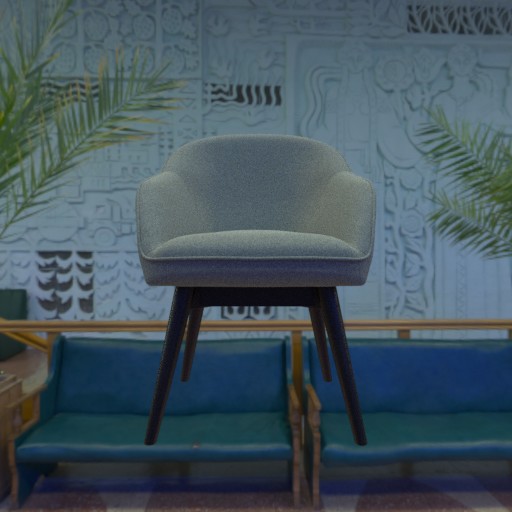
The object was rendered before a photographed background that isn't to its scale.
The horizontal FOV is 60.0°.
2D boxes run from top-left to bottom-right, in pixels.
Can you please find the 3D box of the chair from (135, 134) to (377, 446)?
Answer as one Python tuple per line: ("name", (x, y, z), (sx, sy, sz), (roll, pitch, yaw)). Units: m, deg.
("chair", (0.000, 0.000, 1.212), (0.589, 0.810, 0.611), (0, 1, 0))
